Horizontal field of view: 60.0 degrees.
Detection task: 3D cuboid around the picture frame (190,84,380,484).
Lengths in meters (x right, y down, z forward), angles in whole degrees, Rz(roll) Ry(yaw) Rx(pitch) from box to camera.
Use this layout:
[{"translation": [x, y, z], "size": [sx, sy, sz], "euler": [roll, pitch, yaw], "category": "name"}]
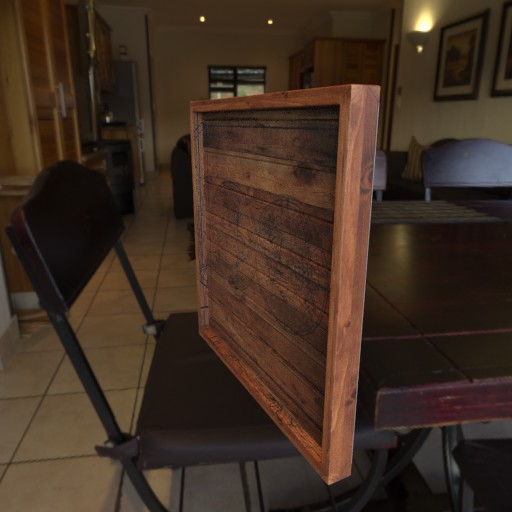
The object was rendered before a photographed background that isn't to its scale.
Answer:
[{"translation": [0.000, 0.000, 0.524], "size": [0.028, 0.356, 0.352], "euler": [-9, 19, -26], "category": "picture frame"}]
